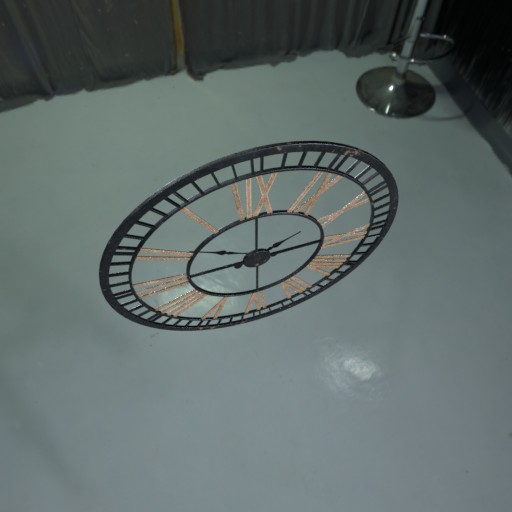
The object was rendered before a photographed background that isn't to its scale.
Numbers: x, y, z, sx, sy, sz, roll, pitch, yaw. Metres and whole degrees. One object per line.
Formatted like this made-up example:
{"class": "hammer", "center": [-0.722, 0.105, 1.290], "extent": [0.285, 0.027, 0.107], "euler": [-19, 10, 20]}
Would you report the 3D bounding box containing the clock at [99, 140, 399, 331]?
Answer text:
{"class": "clock", "center": [0.000, 0.000, 1.251], "extent": [0.843, 0.843, 0.025], "euler": [-15, 60, -9]}
